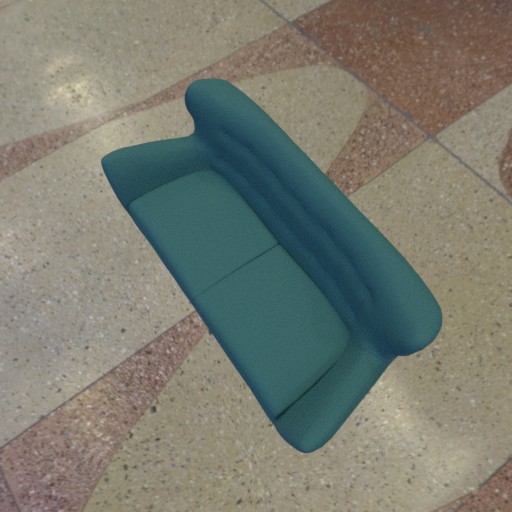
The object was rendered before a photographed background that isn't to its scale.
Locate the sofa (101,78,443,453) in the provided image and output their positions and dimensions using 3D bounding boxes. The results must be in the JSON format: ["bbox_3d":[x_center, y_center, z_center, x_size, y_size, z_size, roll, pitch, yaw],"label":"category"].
[{"bbox_3d":[0.000,0.000,2.465,0.889,0.890,1.930,-33,68,-15],"label":"sofa"}]
